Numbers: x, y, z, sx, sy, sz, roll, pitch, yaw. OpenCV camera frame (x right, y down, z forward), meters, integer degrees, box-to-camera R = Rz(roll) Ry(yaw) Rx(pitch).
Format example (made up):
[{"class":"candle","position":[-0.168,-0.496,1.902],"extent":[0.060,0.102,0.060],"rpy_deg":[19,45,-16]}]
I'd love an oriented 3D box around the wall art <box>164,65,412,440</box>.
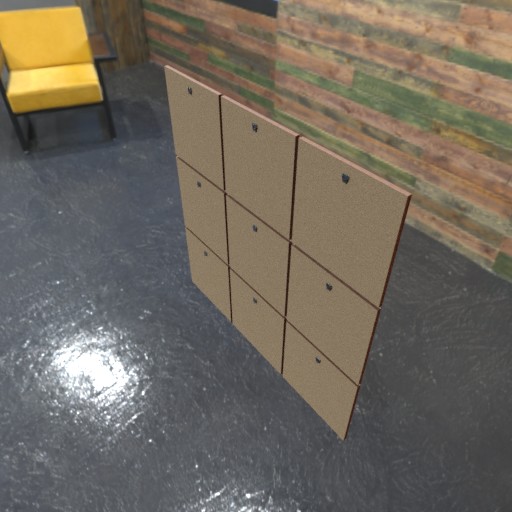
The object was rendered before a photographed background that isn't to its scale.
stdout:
[{"class":"wall art","position":[0.000,0.000,1.366],"extent":[0.018,0.904,0.906],"rpy_deg":[-27,47,-28]}]
